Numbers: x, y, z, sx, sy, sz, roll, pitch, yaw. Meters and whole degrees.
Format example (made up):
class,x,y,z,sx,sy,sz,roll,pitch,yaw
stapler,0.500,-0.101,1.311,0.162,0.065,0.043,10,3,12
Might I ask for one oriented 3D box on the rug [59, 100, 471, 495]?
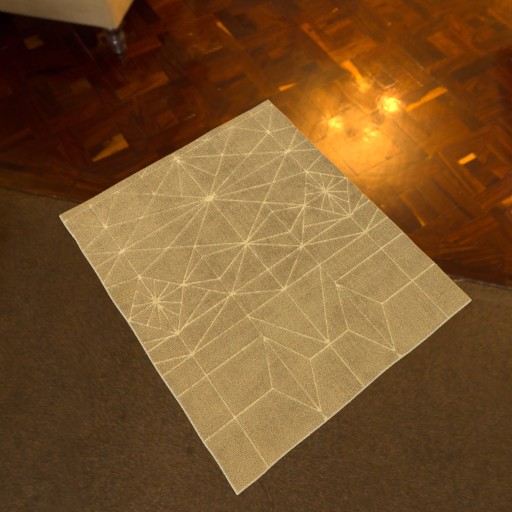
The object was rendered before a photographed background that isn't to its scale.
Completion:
class,x,y,z,sx,sy,sz,roll,pitch,yaw
rug,0.000,0.000,0.881,0.548,0.006,0.639,-34,69,-15
